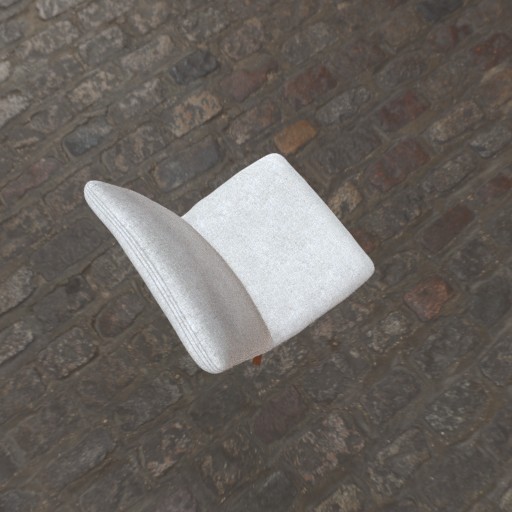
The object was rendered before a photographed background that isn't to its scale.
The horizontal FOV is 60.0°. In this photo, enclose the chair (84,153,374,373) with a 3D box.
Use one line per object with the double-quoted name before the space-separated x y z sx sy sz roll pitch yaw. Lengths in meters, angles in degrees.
"chair" 0.000 0.000 1.329 0.563 0.974 0.522 -36 78 -9
